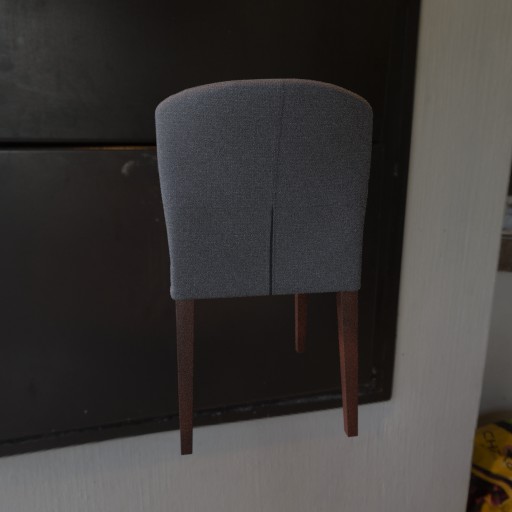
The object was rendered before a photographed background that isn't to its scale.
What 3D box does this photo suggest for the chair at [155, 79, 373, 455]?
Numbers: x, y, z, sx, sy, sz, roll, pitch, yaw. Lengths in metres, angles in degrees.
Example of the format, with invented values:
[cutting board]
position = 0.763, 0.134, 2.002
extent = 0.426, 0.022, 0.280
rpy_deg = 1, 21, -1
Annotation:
[chair]
position = 0.000, 0.000, 1.222
extent = 0.491, 0.839, 0.589
rpy_deg = -2, 14, -9
